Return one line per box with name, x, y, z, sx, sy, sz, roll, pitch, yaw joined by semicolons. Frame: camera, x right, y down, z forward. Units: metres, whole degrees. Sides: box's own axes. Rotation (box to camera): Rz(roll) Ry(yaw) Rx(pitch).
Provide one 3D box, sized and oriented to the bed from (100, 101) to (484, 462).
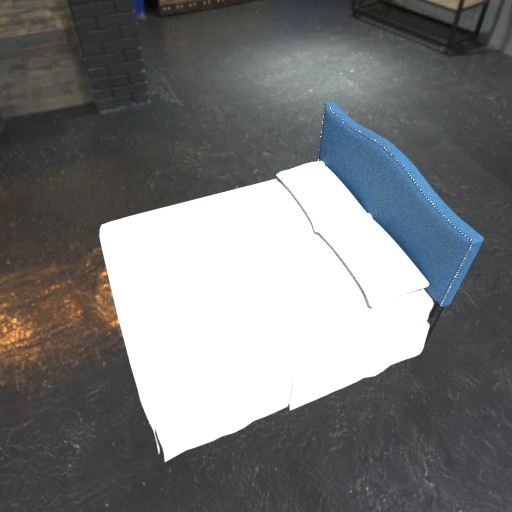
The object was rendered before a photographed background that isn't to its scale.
bed;0.000;0.000;2.880;1.872;1.169;1.610;-17;49;-15
